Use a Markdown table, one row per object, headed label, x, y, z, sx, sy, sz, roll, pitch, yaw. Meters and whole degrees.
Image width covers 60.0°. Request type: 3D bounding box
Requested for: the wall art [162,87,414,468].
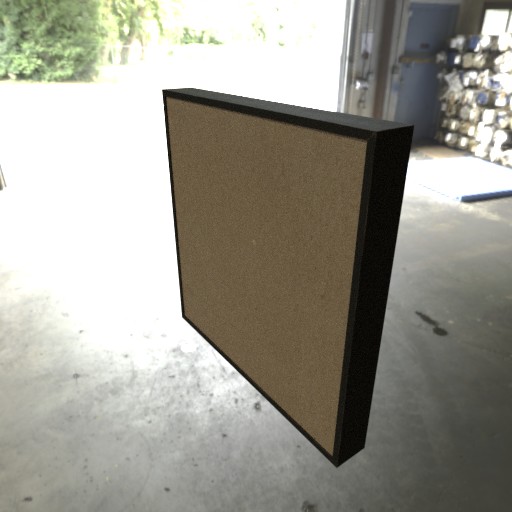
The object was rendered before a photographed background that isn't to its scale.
| label | x | y | z | sx | sy | sz | roll | pitch | yaw |
| --- | --- | --- | --- | --- | --- | --- | --- | --- | --- |
| wall art | 0.000 | 0.000 | 0.462 | 0.038 | 0.305 | 0.305 | -18 | 32 | -32 |
